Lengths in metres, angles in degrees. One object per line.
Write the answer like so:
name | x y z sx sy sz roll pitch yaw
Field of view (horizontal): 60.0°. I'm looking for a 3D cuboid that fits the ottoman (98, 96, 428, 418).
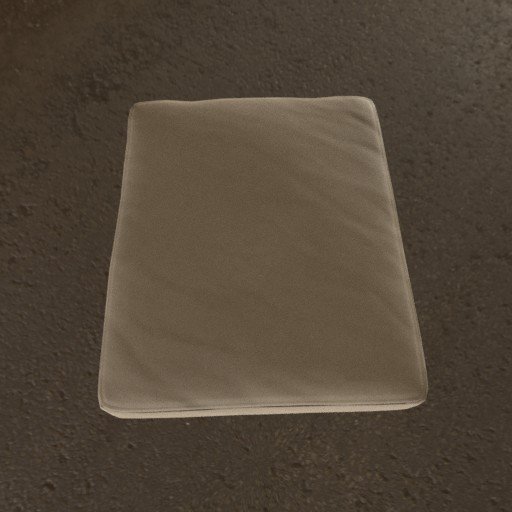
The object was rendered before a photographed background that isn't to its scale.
ottoman | 0.000 0.000 1.451 0.836 0.492 1.002 -2 65 -1
